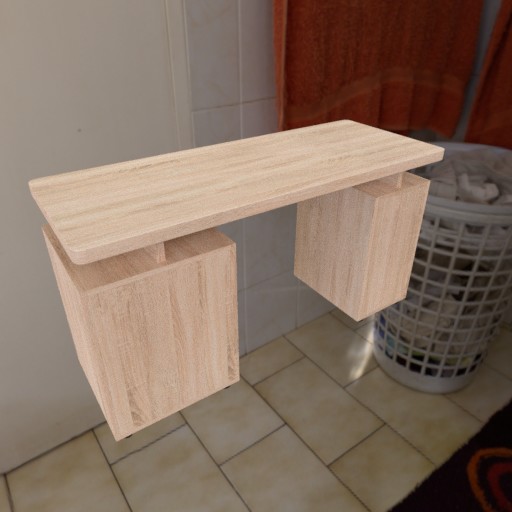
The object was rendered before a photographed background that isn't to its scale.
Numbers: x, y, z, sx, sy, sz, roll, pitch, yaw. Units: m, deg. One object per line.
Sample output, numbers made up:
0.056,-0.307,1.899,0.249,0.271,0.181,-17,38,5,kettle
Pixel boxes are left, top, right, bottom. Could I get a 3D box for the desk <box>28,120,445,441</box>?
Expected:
0.000,0.000,1.753,1.400,0.760,0.550,-19,36,-29,desk
